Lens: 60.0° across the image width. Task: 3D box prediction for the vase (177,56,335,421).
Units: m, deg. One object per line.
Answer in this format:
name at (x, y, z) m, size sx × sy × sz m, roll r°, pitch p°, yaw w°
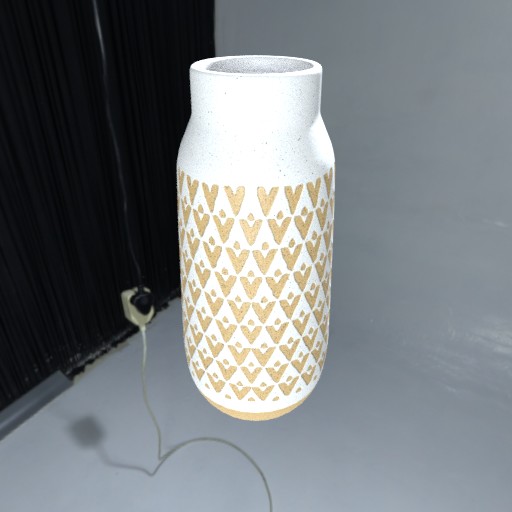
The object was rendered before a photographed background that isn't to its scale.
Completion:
vase at (0.000, 0.000, 0.382) m, size 0.137 × 0.307 × 0.137 m, roll 0°, pitch 31°, yaw 0°
